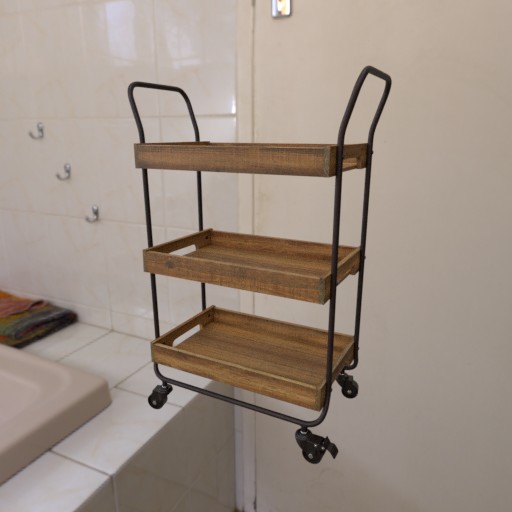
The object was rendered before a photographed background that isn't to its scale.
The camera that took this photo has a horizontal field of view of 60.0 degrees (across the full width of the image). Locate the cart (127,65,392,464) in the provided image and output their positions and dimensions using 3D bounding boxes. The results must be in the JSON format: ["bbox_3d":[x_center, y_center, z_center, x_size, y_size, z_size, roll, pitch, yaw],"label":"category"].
[{"bbox_3d":[0.000,0.000,1.146,0.583,0.857,0.339,8,17,27],"label":"cart"}]
